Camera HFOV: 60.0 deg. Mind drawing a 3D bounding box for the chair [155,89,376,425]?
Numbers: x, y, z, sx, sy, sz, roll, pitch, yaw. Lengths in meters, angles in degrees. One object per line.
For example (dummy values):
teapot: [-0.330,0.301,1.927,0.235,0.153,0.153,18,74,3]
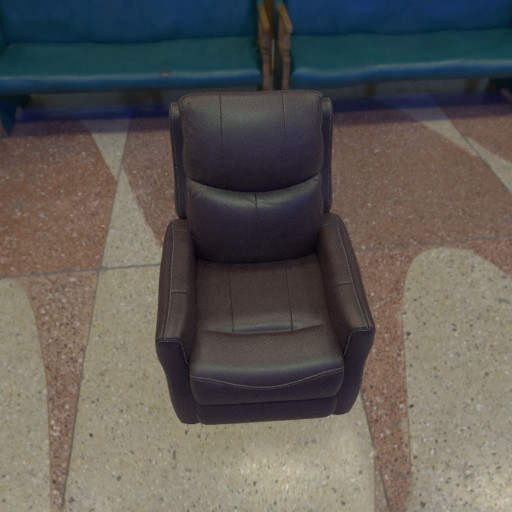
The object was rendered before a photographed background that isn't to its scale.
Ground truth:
chair: [0.000,0.000,1.830,0.829,1.030,1.080,-3,47,-3]
